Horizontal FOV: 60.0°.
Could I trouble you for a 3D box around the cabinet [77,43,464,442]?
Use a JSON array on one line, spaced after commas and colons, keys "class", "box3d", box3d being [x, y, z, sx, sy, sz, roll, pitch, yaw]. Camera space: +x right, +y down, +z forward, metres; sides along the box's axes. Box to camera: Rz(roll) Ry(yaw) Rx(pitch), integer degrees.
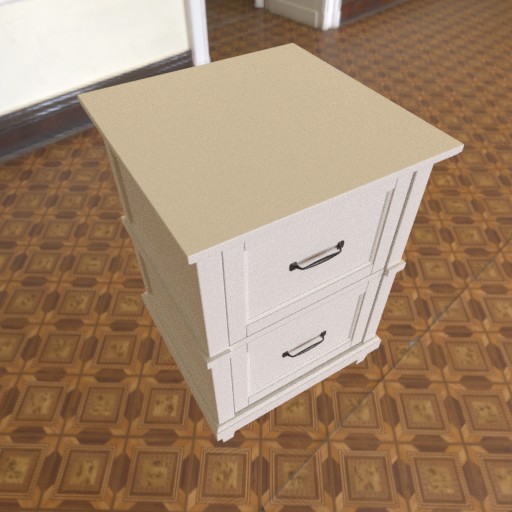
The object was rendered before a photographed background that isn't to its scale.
[{"class": "cabinet", "box3d": [0.000, 0.000, 1.138, 0.544, 0.775, 0.547, -23, 51, -21]}]
